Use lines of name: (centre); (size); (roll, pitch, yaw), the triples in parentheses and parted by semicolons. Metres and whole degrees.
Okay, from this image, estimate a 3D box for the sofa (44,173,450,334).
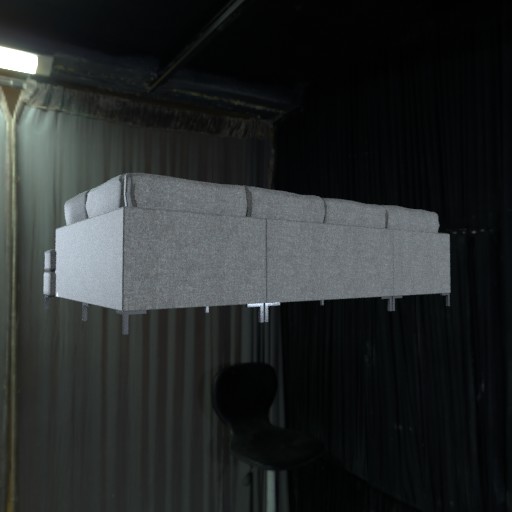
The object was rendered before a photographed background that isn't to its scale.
sofa: (0.000, 0.000, 4.305); (3.423, 0.999, 2.048); (1, -2, -36)
